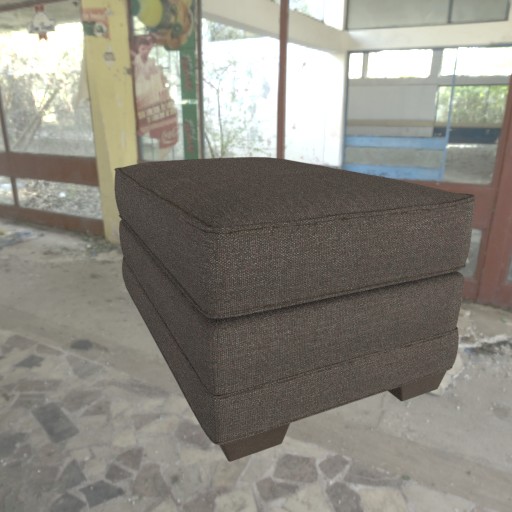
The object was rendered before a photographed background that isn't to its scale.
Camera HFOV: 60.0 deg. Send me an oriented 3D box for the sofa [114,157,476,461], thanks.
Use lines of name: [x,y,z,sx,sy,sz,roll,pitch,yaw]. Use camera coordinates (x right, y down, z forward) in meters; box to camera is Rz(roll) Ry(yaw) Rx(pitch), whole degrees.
sofa: [0.000,0.000,1.166,0.578,0.457,0.854,-8,20,-24]
